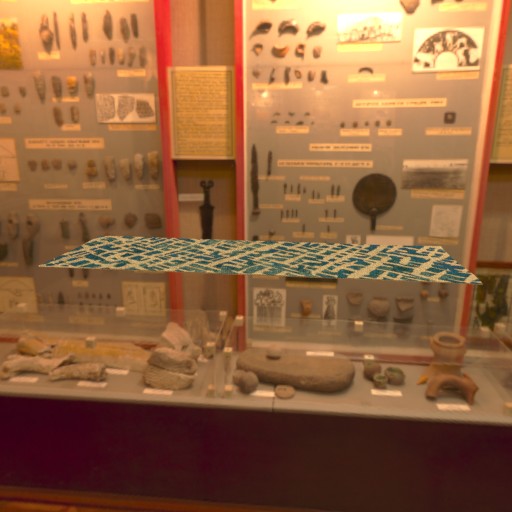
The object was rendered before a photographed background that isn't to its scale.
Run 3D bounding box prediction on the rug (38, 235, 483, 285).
[{"bbox_3d":[0.000,0.000,2.781,2.446,0.011,0.768,2,16,7],"label":"rug"}]
